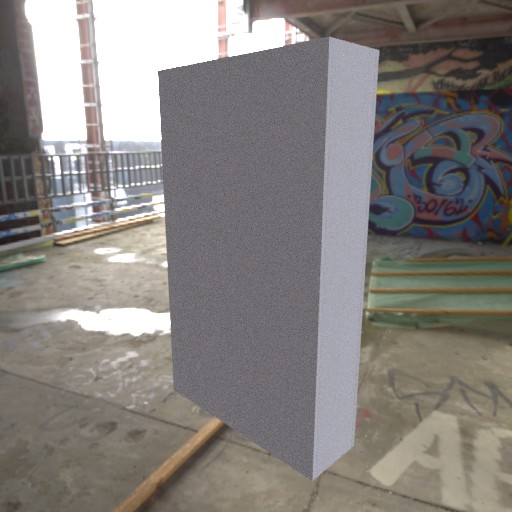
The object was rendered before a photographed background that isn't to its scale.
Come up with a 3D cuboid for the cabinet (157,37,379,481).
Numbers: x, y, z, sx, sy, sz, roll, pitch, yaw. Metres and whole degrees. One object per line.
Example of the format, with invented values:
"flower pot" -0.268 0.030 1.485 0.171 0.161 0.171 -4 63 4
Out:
"cabinet" 0.000 0.000 1.575 0.750 1.280 0.250 14 20 43
